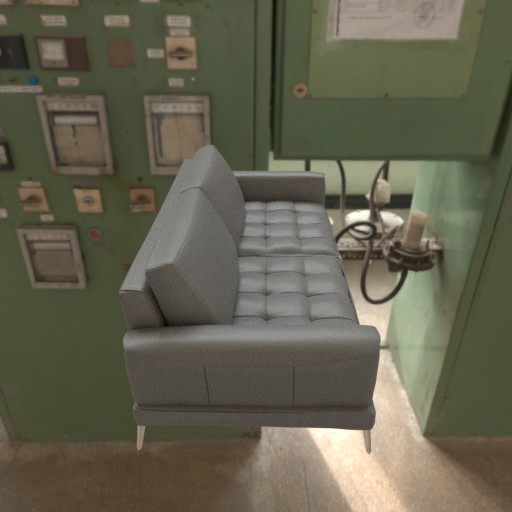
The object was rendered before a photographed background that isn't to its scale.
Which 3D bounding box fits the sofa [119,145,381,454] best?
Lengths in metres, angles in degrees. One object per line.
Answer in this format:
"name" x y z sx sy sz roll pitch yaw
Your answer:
"sofa" 0.000 0.000 2.765 1.121 0.930 2.177 0 30 1
